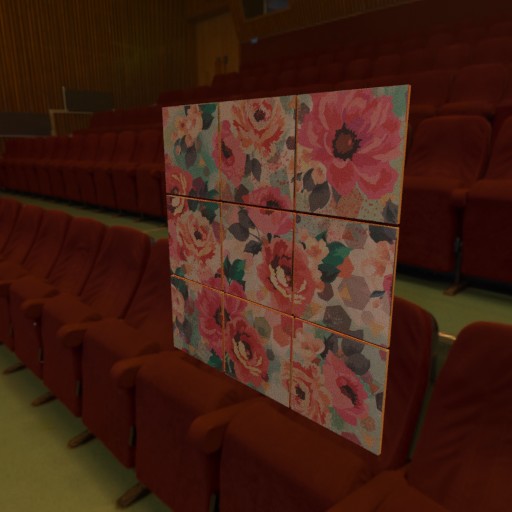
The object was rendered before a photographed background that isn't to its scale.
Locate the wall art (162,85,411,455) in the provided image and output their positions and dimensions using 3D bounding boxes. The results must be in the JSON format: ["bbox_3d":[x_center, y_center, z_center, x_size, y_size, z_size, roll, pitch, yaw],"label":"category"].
[{"bbox_3d":[0.000,0.000,1.359,0.911,0.910,0.012,14,20,43],"label":"wall art"}]
